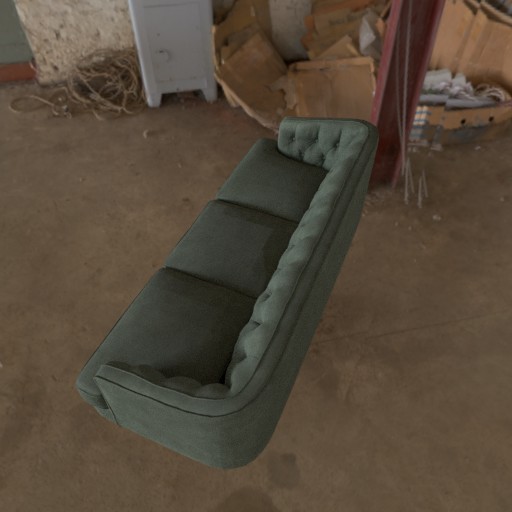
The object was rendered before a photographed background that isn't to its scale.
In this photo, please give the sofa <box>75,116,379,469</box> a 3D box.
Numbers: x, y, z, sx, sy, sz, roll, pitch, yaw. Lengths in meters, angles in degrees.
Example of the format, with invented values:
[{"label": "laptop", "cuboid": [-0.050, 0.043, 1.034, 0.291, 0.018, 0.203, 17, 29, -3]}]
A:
[{"label": "sofa", "cuboid": [0.000, 0.000, 2.677, 0.941, 0.855, 2.278, 18, 50, 16]}]
